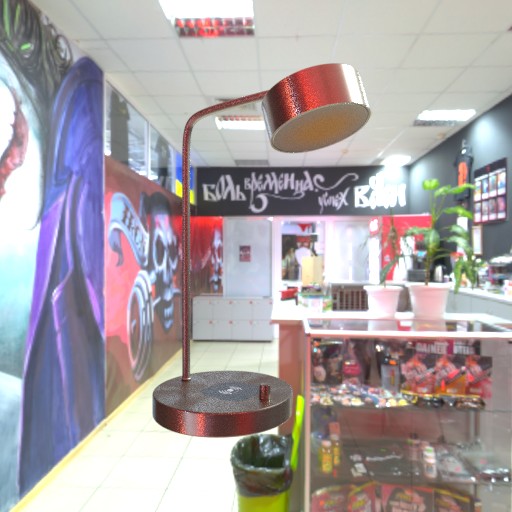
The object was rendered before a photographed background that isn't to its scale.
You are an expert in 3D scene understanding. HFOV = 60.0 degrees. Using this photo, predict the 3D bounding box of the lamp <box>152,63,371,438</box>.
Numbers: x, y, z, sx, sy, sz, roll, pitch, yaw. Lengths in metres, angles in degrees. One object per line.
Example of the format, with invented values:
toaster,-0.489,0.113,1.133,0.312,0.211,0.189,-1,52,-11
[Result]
lamp,0.000,0.000,0.639,0.334,0.469,0.211,0,0,36
